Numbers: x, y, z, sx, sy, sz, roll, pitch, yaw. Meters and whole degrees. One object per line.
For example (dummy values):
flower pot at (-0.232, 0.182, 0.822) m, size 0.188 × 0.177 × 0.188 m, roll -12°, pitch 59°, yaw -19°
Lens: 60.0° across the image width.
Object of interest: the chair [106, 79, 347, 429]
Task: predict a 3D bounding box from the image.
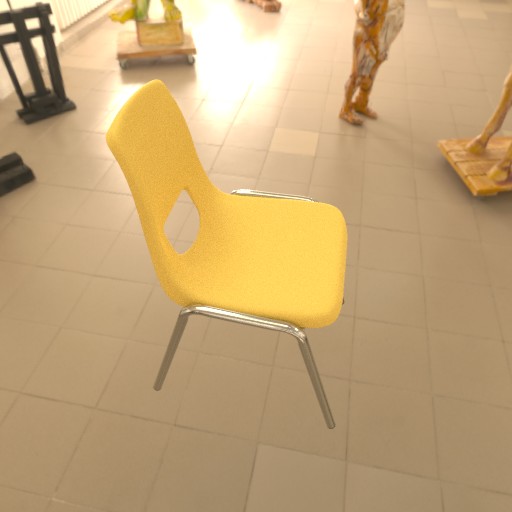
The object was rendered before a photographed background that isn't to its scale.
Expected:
chair at (0.000, 0.000, 0.926) m, size 0.436 × 0.653 × 0.381 m, roll 8°, pitch 46°, yaw 8°
